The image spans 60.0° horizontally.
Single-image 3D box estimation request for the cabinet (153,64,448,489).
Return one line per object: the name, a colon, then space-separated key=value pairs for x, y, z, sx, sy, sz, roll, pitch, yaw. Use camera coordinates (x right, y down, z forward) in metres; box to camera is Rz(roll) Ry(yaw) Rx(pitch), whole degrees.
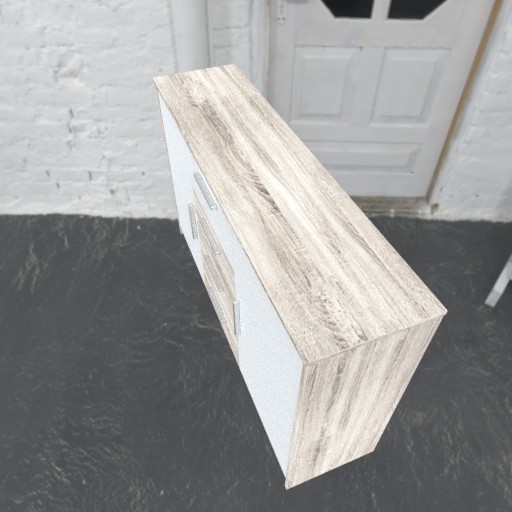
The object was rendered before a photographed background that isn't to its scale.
cabinet: x=0.000 y=0.000 z=1.772 sx=0.380 sy=0.900 sz=1.450 roll=-16 pitch=49 yaw=-15
